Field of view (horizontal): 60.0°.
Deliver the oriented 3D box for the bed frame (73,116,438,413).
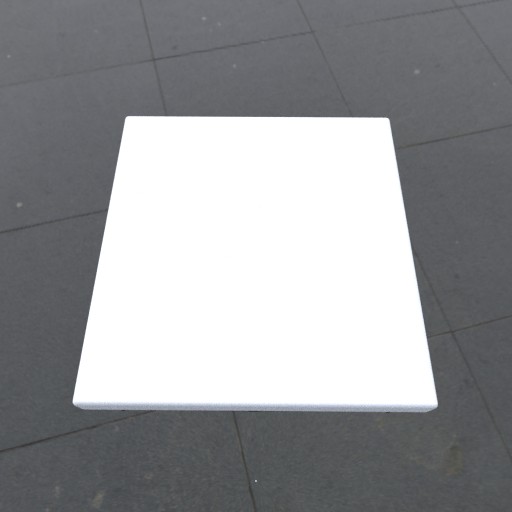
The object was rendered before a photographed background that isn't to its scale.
[{"bbox_3d":[0.000,0.000,3.008,1.935,0.525,2.033,0,63,0],"label":"bed frame"}]
